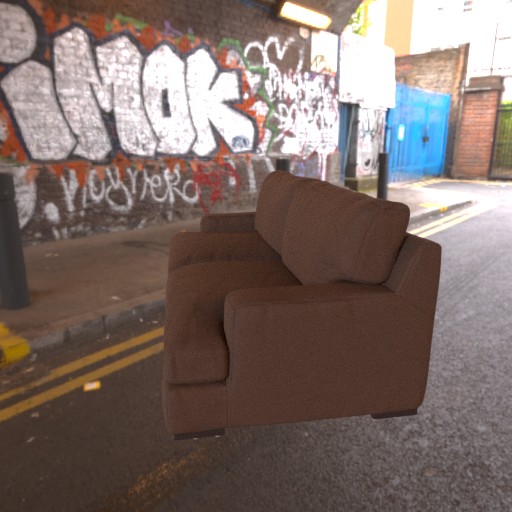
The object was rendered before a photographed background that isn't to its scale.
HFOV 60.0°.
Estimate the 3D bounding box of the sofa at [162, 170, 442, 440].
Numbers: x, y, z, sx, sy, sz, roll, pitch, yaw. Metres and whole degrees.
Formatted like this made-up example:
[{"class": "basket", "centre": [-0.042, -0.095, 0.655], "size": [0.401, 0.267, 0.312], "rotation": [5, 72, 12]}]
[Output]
[{"class": "sofa", "centre": [0.000, 0.000, 2.803], "size": [1.140, 0.950, 2.274], "rotation": [-2, 15, -9]}]
